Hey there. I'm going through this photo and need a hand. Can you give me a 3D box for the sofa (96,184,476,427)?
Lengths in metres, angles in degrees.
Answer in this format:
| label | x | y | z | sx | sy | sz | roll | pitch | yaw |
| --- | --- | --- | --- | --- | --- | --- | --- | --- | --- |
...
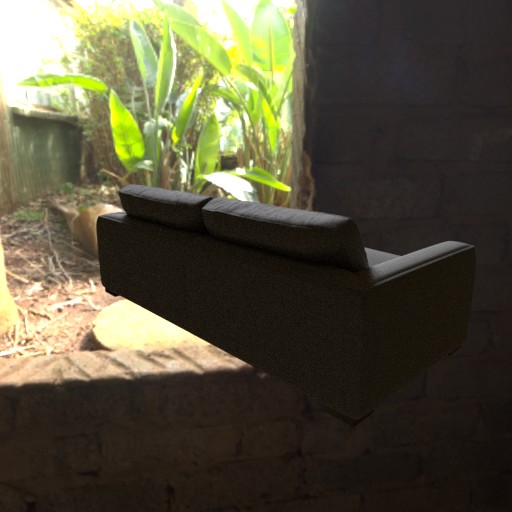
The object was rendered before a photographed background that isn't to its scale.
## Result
| label | x | y | z | sx | sy | sz | roll | pitch | yaw |
| --- | --- | --- | --- | --- | --- | --- | --- | --- | --- |
| sofa | 0.000 | 0.000 | 2.748 | 1.070 | 0.801 | 2.262 | -14 | 20 | -42 |
